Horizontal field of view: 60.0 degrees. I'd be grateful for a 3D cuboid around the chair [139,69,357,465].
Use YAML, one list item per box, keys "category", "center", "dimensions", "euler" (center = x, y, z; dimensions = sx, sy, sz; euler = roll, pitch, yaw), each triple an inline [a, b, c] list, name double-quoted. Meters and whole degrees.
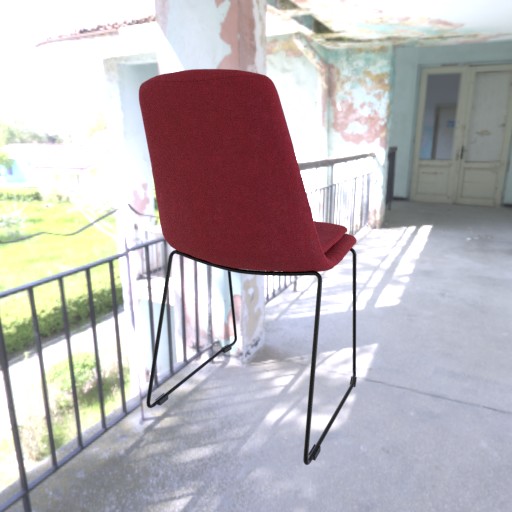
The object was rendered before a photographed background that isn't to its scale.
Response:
- category: "chair"
  center: [0.000, 0.000, 1.164]
  dimensions: [0.479, 0.858, 0.518]
  euler: [8, 18, 27]
